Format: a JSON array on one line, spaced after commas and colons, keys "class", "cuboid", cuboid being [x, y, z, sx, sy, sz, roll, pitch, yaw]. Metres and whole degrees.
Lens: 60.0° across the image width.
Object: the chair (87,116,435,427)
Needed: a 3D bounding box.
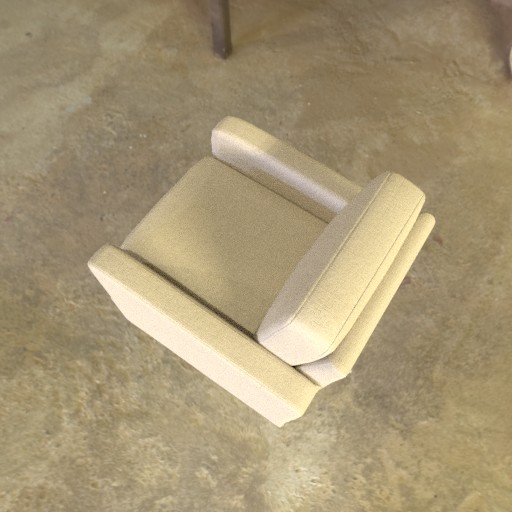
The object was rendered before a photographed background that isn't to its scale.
[{"class": "chair", "cuboid": [0.000, 0.000, 1.529, 0.888, 0.827, 0.755, 31, 67, 15]}]
